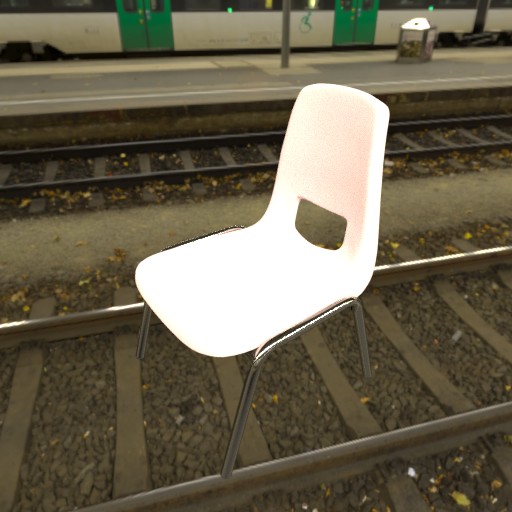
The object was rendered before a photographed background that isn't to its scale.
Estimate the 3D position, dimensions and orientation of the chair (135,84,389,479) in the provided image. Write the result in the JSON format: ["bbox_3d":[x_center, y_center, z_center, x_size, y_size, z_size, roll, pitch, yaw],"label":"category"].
[{"bbox_3d":[0.000,0.000,0.789,0.385,0.537,0.354,-20,36,-31],"label":"chair"}]
